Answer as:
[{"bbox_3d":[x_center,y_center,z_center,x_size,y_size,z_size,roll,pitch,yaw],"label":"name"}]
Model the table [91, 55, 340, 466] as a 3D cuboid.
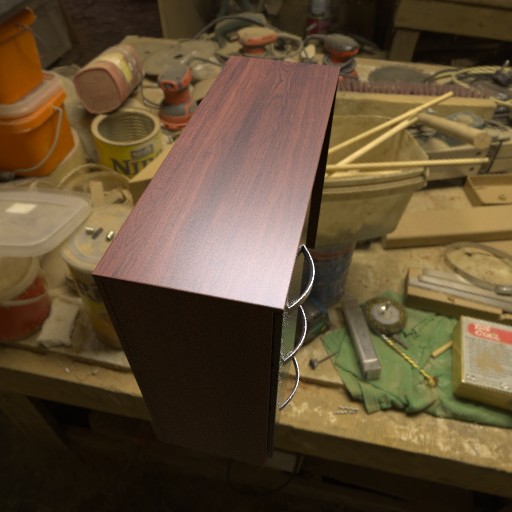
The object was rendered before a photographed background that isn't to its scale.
[{"bbox_3d":[0.000,0.000,1.348,0.380,0.790,0.930,10,48,9],"label":"table"}]
